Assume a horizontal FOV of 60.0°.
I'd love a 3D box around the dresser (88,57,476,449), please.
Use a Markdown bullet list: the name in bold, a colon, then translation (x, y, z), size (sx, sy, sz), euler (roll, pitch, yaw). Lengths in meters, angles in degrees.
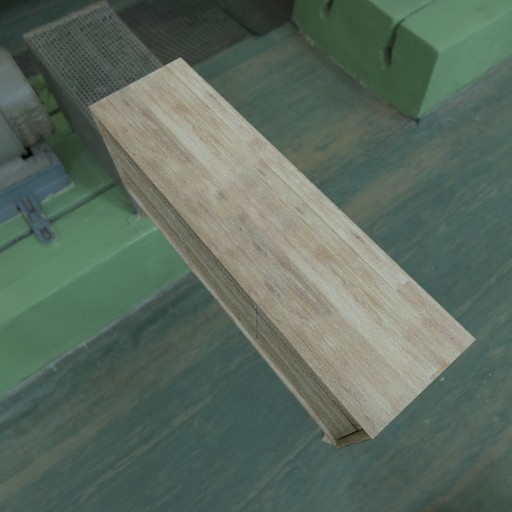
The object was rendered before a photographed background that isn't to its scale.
- **dresser**: translation (0.000, 0.000, 1.935), size (0.455, 0.788, 1.602), euler (-36, 69, -16)
